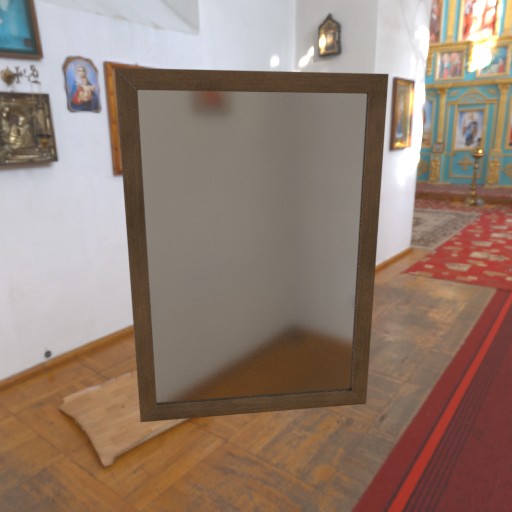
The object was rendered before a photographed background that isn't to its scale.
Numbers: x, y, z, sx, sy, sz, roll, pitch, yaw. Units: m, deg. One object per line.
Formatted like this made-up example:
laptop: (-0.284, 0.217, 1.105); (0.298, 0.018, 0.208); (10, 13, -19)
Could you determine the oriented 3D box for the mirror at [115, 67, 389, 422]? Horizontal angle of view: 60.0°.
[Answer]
mirror: (0.000, 0.000, 0.919); (0.507, 0.710, 0.040); (-2, 14, -8)
